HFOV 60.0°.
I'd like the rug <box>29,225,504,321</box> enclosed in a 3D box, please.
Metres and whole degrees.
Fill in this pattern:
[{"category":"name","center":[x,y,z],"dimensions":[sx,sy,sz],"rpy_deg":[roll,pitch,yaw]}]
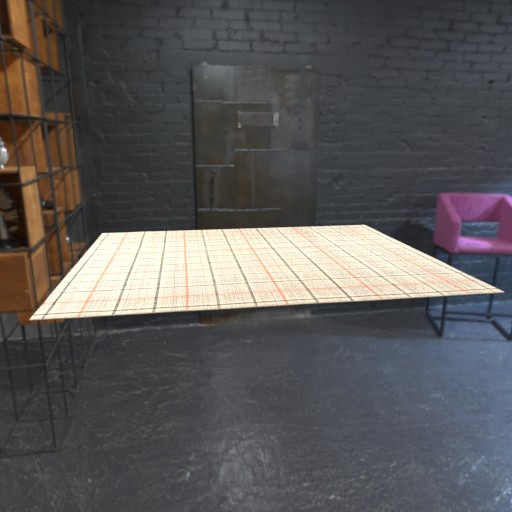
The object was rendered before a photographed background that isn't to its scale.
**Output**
[{"category":"rug","center":[0.000,0.000,3.955],"dimensions":[3.048,0.012,2.444],"rpy_deg":[-2,15,-9]}]
